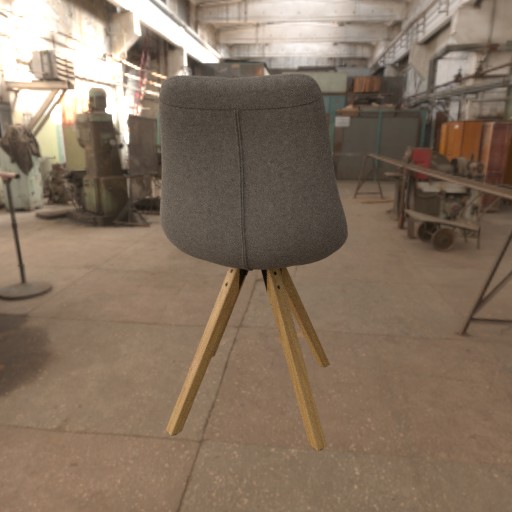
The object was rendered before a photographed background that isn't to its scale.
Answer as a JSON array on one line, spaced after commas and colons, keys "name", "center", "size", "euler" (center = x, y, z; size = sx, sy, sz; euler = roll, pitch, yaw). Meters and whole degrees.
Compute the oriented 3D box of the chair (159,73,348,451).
[{"name": "chair", "center": [0.000, 0.000, 1.211], "size": [0.483, 0.865, 0.550], "euler": [2, 16, 8]}]
